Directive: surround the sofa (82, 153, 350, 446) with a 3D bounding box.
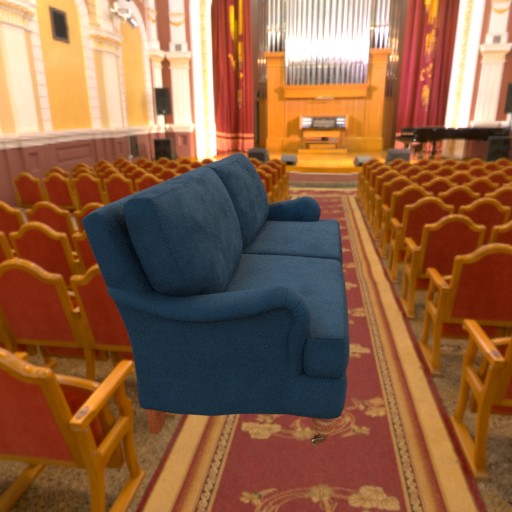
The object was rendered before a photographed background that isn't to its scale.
[{"bbox_3d":[0.000,0.000,2.757,1.084,1.101,2.141,3,18,9],"label":"sofa"}]
